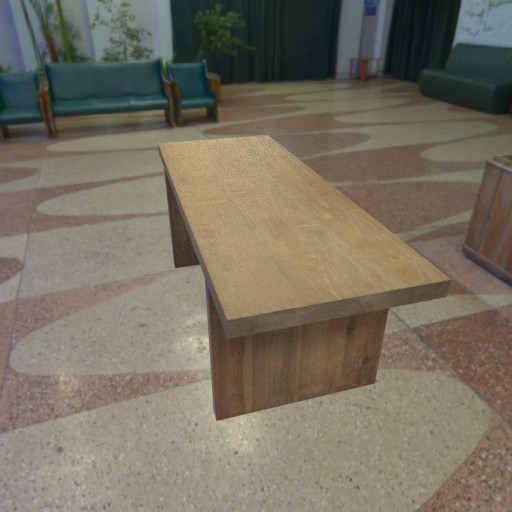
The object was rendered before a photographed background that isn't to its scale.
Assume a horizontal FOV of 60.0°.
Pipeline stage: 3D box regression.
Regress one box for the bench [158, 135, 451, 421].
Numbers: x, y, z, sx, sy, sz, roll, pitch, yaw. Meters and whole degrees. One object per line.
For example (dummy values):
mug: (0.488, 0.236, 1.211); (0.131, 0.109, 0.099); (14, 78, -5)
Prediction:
bench: (0.000, 0.000, 1.429); (0.458, 0.458, 1.183); (-8, 30, -14)
